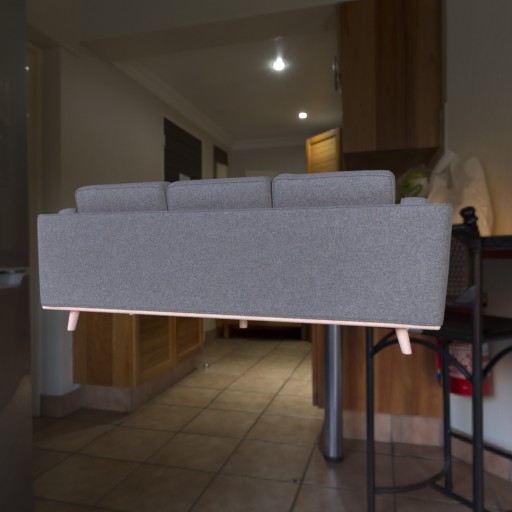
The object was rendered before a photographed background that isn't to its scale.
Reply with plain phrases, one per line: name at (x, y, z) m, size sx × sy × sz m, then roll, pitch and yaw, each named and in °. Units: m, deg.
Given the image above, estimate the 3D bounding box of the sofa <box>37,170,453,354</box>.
sofa at (0.000, 0.000, 3.137) m, size 2.411 × 0.929 × 1.604 m, roll 0°, pitch 1°, yaw 18°
